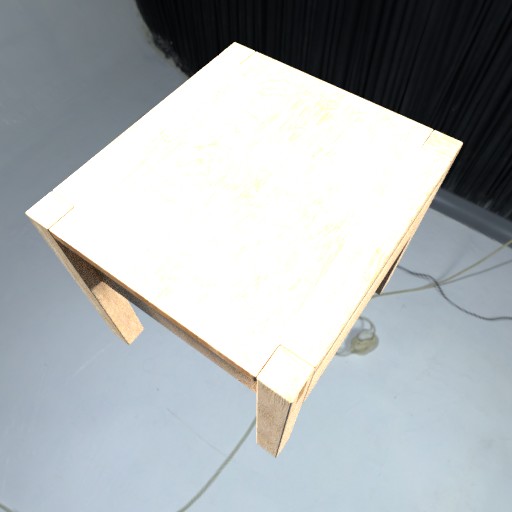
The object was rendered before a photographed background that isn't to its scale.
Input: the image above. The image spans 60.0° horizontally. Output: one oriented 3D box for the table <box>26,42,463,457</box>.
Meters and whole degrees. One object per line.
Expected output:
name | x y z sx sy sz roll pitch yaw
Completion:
table | 0.000 0.000 0.836 0.440 0.450 0.480 31 64 18
